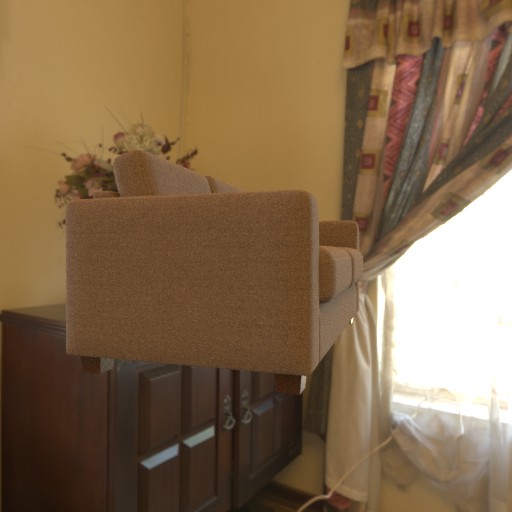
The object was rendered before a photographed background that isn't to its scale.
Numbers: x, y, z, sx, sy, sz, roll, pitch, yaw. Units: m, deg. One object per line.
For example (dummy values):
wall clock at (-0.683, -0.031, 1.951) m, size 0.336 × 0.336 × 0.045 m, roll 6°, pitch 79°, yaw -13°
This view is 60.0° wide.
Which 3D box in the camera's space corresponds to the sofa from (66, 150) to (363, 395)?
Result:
sofa at (0.000, 0.000, 2.087) m, size 0.900 × 0.800 × 1.520 m, roll 0°, pitch 1°, yaw 18°
